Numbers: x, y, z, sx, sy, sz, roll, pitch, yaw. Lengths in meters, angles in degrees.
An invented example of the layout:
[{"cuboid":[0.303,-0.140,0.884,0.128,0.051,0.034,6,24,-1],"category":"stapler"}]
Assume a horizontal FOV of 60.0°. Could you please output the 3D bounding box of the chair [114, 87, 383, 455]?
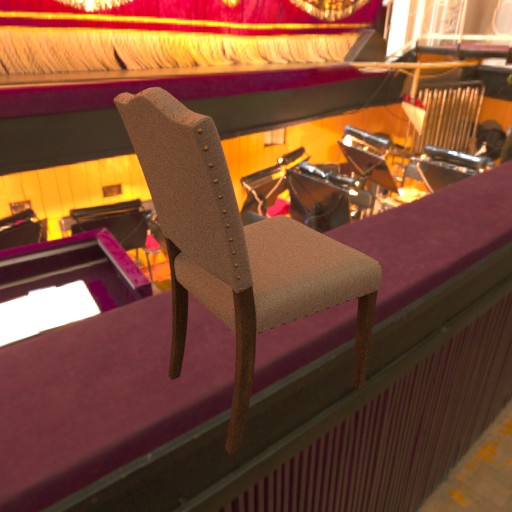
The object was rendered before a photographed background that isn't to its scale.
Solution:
[{"cuboid":[0.000,0.000,1.369,0.620,1.020,0.508,-19,33,-31],"category":"chair"}]
